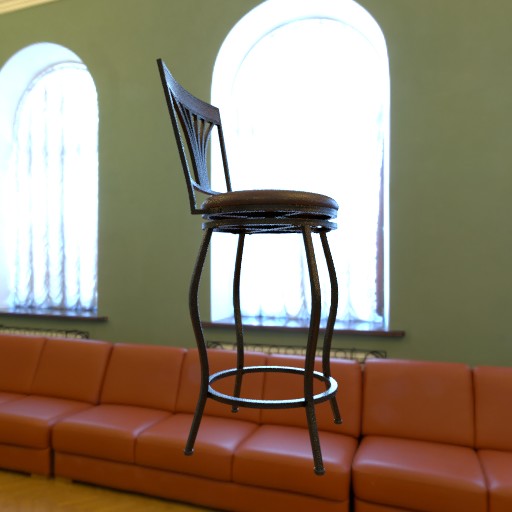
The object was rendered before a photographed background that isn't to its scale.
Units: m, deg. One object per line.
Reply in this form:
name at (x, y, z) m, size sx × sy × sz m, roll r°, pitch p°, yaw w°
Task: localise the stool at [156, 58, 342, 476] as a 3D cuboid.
stool at (0.000, 0.000, 1.385) m, size 0.514 × 1.117 × 0.433 m, roll 0°, pitch -1°, yaw 18°
